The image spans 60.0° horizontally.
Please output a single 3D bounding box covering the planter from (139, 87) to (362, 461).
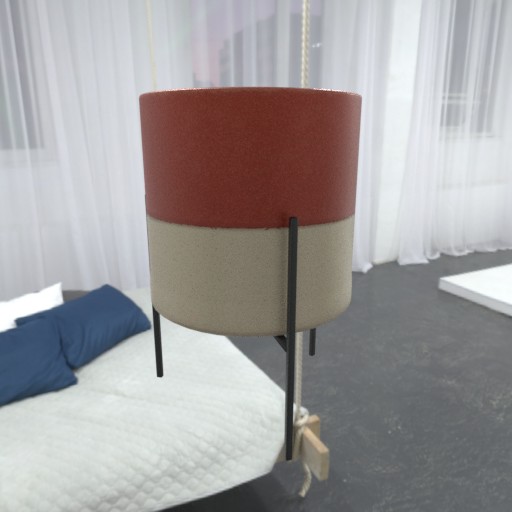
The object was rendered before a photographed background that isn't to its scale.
[{"bbox_3d":[0.000,0.000,0.526,0.235,0.354,0.251,14,21,42],"label":"planter"}]
